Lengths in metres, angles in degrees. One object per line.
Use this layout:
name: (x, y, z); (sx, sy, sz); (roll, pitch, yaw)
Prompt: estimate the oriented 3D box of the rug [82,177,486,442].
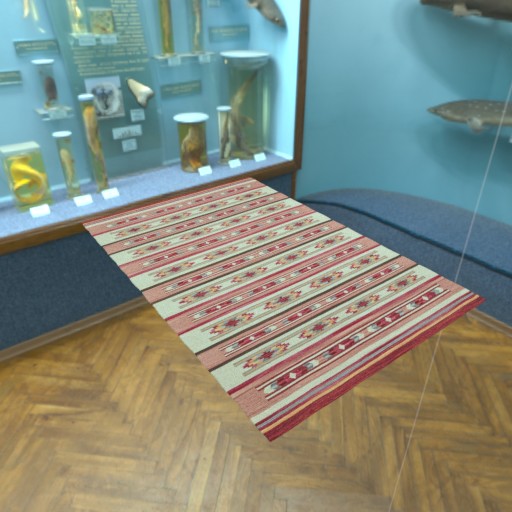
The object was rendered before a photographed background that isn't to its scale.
rug: (0.000, 0.000, 2.295); (1.223, 0.008, 1.817); (-21, 37, -30)
